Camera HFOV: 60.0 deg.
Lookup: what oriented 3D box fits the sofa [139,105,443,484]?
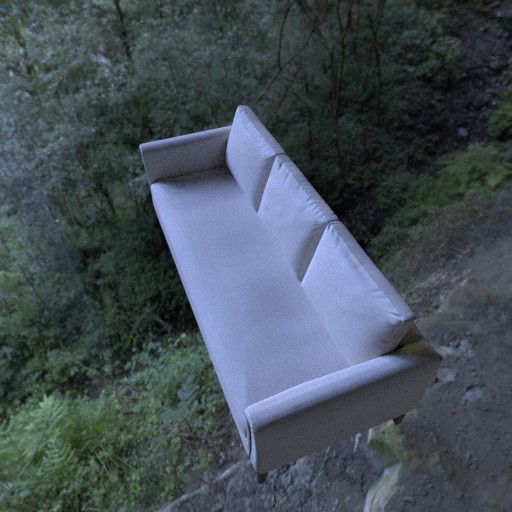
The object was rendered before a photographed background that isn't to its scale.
[{"bbox_3d":[0.000,0.000,2.662,0.902,0.911,2.198,-16,48,-15],"label":"sofa"}]
